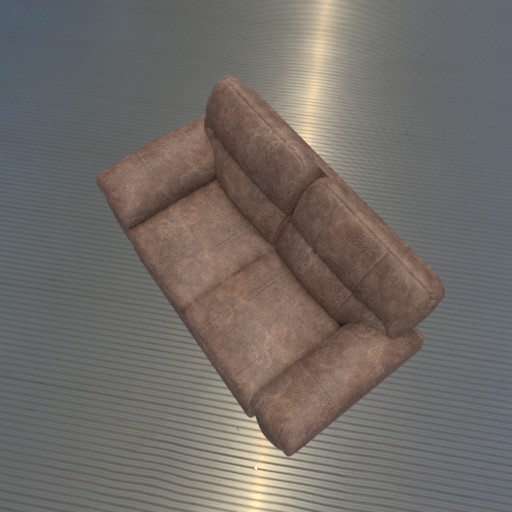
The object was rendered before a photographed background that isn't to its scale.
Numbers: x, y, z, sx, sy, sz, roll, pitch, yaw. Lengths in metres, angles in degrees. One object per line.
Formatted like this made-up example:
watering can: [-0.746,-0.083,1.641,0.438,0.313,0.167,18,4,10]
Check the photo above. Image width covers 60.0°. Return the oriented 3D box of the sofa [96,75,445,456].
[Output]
sofa: [0.000,0.000,2.364,0.991,0.991,1.753,-34,69,-15]
